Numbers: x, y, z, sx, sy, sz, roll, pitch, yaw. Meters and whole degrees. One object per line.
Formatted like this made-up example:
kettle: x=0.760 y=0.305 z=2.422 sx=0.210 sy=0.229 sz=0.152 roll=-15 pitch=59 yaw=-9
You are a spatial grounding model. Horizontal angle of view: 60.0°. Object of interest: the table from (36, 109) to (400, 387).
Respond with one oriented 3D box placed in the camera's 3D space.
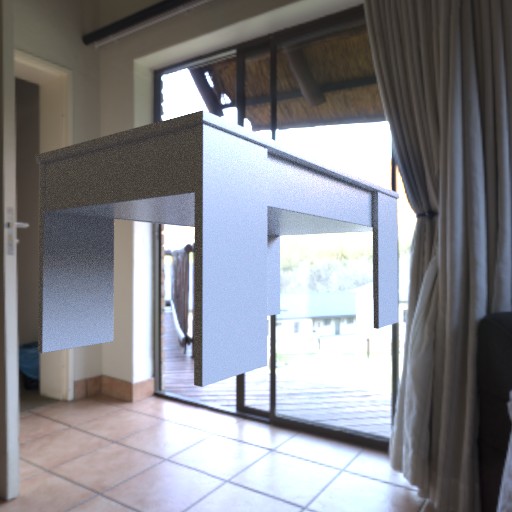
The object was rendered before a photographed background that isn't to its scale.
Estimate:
table: x=0.000 y=0.000 z=1.249 sx=0.500 sy=0.440 sz=1.000 roll=-1 pitch=-2 yaw=35
